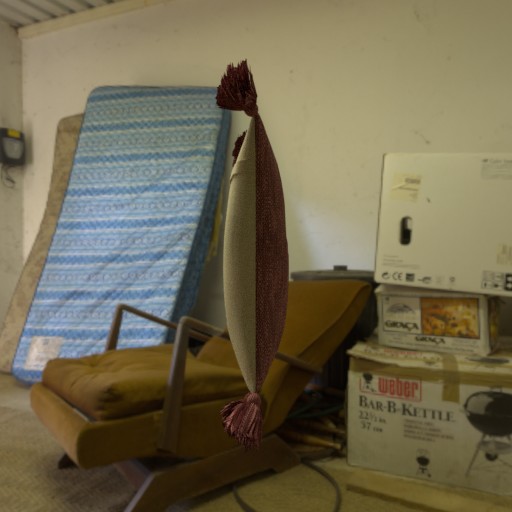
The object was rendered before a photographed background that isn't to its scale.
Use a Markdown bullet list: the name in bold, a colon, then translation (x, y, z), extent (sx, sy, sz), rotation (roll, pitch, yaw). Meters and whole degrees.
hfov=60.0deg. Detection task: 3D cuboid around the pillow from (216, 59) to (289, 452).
- **pillow**: translation (0.000, 0.000, 0.969), extent (0.138, 0.659, 0.641), rotation (0, 1, 0)
